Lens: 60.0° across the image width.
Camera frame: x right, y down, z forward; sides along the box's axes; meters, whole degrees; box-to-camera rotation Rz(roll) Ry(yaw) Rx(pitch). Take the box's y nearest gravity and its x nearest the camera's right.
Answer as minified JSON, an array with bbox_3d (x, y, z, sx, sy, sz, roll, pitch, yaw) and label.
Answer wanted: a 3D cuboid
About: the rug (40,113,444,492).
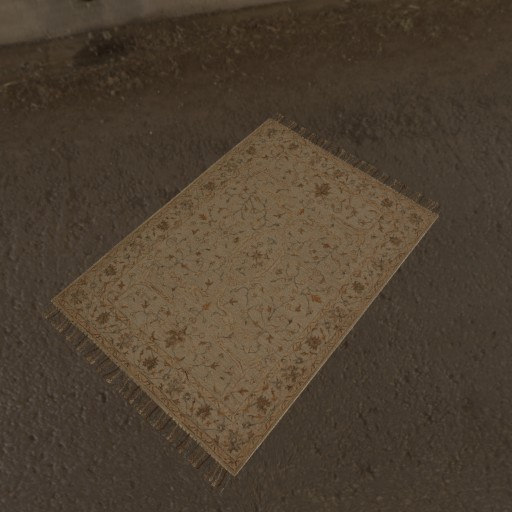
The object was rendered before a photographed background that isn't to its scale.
[{"bbox_3d":[0.000,0.000,2.322,1.218,0.017,1.861,36,65,20],"label":"rug"}]
